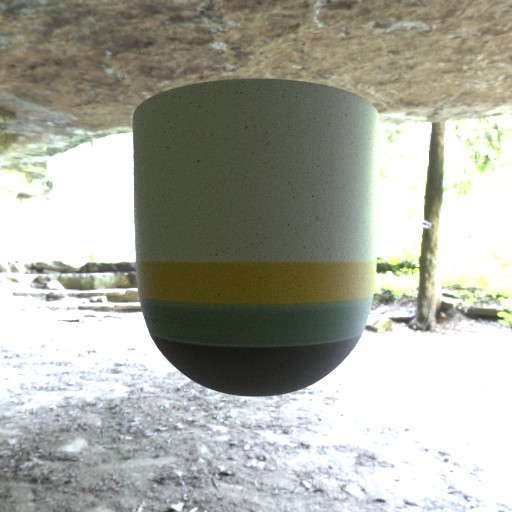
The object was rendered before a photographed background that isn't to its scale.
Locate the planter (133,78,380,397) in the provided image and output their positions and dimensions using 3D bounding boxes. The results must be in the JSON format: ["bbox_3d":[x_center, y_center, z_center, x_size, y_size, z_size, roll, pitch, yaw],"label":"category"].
[{"bbox_3d":[0.000,0.000,0.363,0.195,0.214,0.195,0,0,0],"label":"planter"}]
